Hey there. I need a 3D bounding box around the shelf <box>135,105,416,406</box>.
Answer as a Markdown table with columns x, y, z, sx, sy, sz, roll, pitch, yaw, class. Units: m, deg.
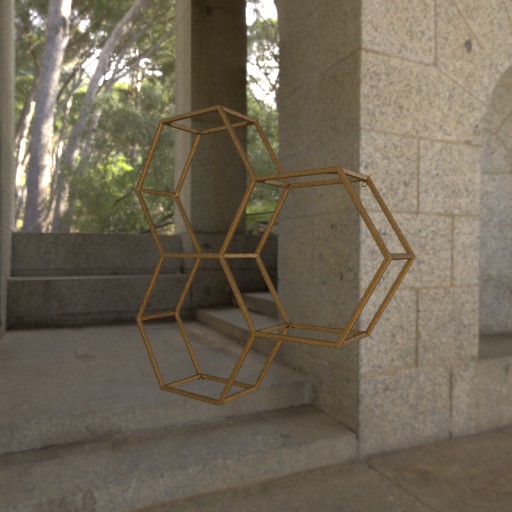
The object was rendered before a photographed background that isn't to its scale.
| x | y | z | sx | sy | sz | roll | pitch | yaw | class |
| --- | --- | --- | --- | --- | --- | --- | --- | --- | --- |
| 0.000 | 0.000 | 1.061 | 0.708 | 0.701 | 0.150 | 1 | 1 | 36 | shelf |
